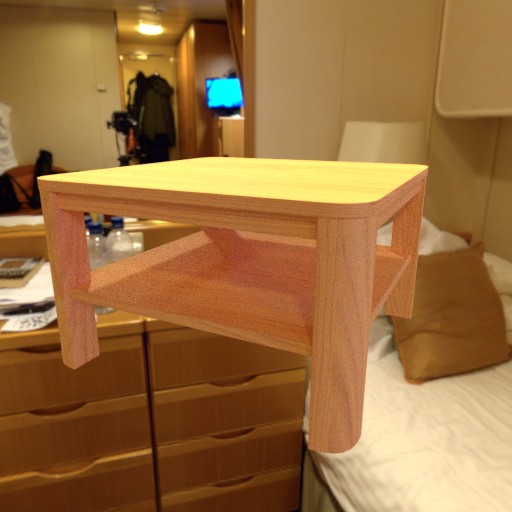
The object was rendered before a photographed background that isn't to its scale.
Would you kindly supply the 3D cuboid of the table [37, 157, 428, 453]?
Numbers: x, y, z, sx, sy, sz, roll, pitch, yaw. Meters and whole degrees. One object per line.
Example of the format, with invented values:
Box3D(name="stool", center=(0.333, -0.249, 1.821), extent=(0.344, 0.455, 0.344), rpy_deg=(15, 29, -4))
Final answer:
Box3D(name="table", center=(0.000, 0.000, 1.183), extent=(0.750, 0.450, 0.750), rpy_deg=(8, 18, 26))
